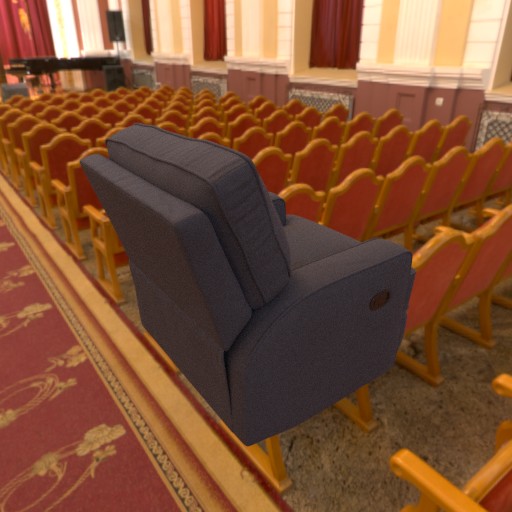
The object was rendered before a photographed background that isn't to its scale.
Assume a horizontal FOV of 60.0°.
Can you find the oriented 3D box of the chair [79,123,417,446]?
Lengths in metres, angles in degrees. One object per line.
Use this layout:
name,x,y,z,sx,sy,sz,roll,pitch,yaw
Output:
chair,0.000,0.000,1.650,0.964,0.962,0.861,-17,31,-32
